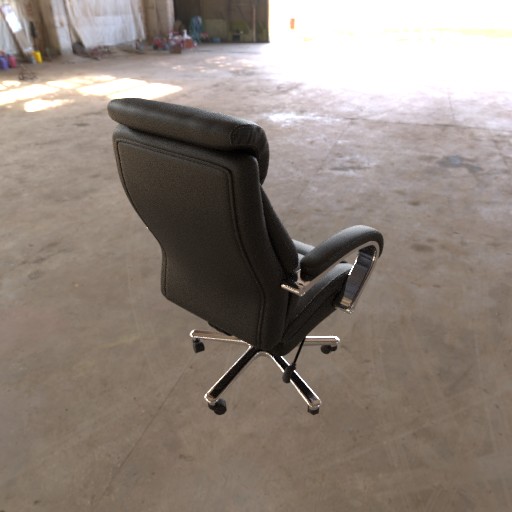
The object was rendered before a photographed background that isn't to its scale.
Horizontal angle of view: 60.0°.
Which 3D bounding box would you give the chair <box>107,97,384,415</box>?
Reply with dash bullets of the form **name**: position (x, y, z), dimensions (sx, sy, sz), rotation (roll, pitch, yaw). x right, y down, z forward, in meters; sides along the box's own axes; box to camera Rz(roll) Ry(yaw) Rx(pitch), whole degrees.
- **chair**: position (0.000, 0.000, 1.650), dimensions (0.755, 1.183, 0.790), rotation (22, 36, 33)
